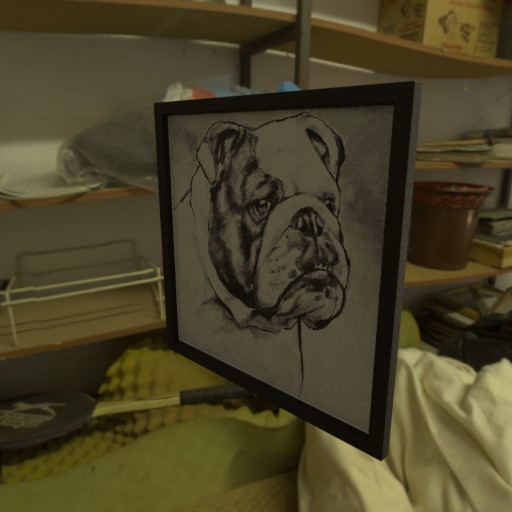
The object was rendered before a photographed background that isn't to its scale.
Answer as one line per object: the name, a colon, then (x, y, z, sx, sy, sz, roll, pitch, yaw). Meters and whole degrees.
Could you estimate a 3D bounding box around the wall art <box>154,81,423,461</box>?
wall art: (0.000, 0.000, 0.661, 0.456, 0.453, 0.022, 14, 20, 41)
